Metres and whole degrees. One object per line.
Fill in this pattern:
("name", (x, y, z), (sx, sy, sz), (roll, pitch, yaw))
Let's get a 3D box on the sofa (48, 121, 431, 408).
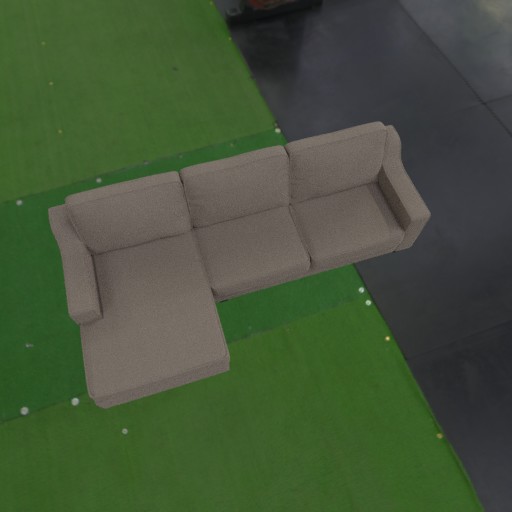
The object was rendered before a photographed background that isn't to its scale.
("sofa", (0.000, 0.000, 3.141), (2.561, 0.928, 1.294), (-15, 63, -8))
